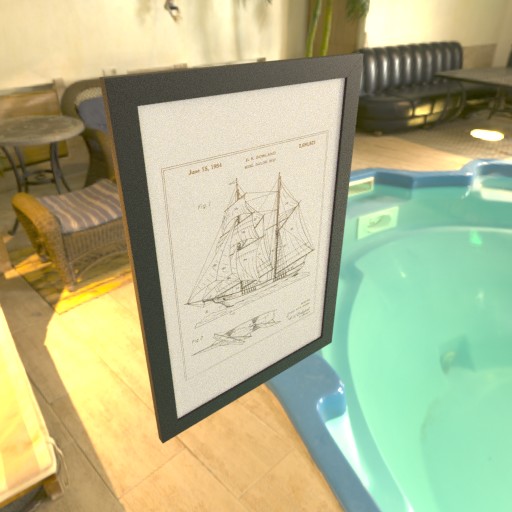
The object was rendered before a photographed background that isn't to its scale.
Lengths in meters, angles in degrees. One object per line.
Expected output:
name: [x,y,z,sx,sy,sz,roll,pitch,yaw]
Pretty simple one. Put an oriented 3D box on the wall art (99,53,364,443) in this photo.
wall art: [0.000,0.000,0.664,0.381,0.534,0.013,-22,36,-33]
